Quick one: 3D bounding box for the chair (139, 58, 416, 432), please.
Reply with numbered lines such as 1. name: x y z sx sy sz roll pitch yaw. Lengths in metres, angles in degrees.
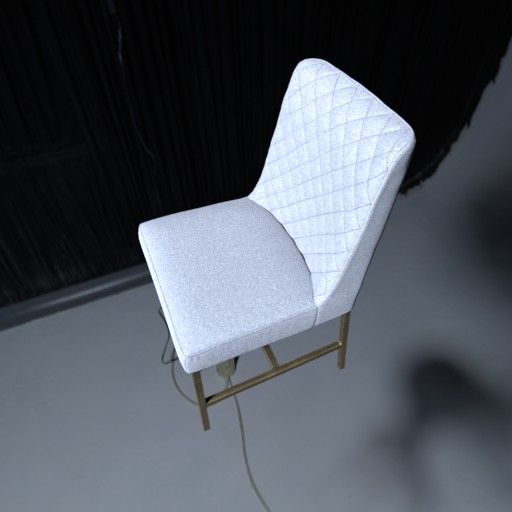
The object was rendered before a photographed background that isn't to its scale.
1. chair: 0.000 0.000 1.270 0.587 0.889 0.508 -17 49 -15
